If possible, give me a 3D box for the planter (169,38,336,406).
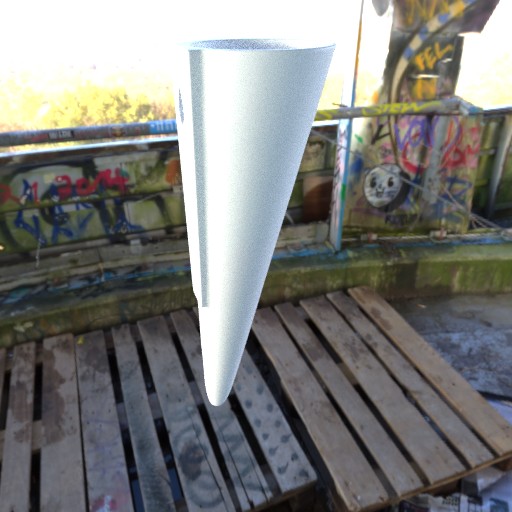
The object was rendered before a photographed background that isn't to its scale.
[{"bbox_3d":[0.000,0.000,0.223,0.064,0.193,0.057,-10,32,-17],"label":"planter"}]
